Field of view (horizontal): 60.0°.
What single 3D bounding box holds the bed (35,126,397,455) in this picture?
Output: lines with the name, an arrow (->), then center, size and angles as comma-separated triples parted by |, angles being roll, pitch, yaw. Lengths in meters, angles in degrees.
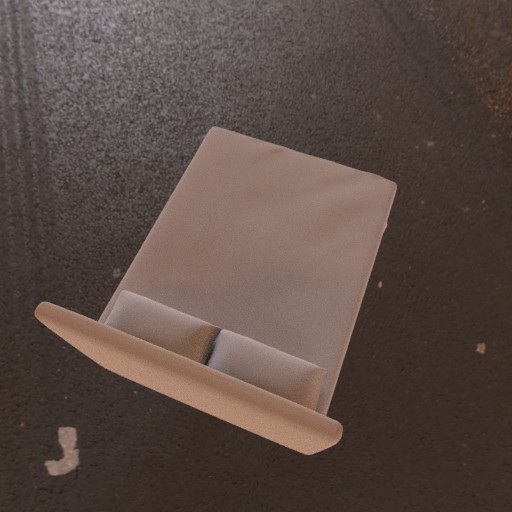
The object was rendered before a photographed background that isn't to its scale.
bed -> 0.000, 0.000, 3.186 | 1.748, 1.330, 2.142 | 20, 65, 10
